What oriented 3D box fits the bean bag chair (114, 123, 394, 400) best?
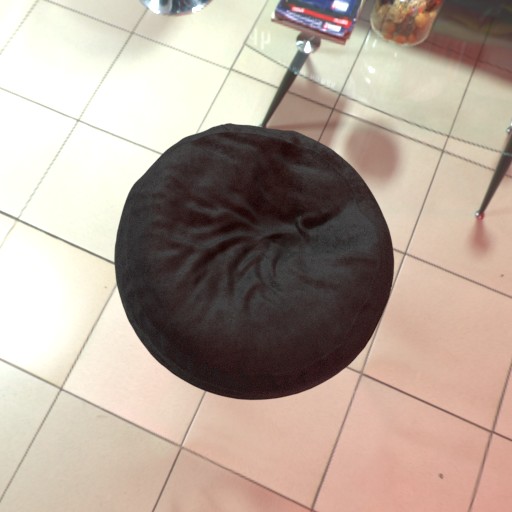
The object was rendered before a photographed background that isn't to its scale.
[{"bbox_3d":[0.000,0.000,2.444,1.525,0.751,1.525,0,75,0],"label":"bean bag chair"}]
